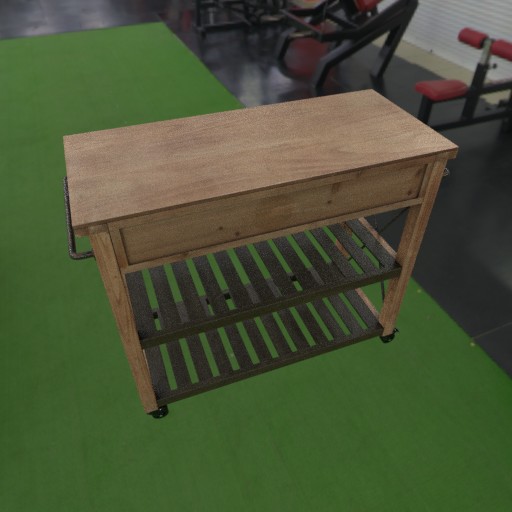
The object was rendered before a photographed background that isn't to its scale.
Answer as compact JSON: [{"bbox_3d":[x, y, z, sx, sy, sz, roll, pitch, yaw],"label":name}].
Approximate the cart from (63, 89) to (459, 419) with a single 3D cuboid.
[{"bbox_3d":[0.000,0.000,0.975,0.686,0.554,0.298,-14,43,-15],"label":"cart"}]
